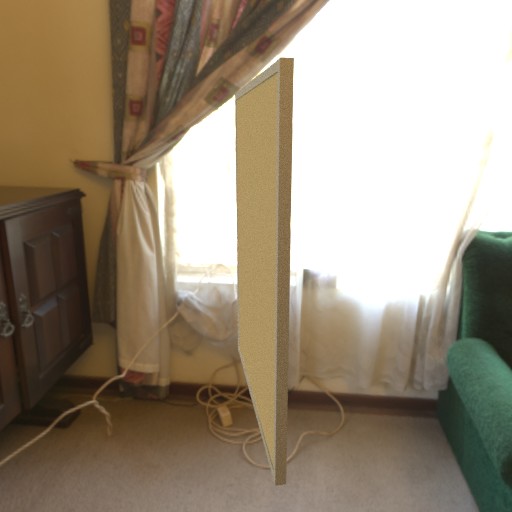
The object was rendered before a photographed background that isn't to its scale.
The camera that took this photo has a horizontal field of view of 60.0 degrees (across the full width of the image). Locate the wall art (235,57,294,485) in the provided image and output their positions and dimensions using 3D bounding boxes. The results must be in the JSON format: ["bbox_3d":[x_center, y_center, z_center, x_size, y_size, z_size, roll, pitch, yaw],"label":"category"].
[{"bbox_3d":[0.000,0.000,1.411,0.034,1.042,0.789,-2,15,-9],"label":"wall art"}]
